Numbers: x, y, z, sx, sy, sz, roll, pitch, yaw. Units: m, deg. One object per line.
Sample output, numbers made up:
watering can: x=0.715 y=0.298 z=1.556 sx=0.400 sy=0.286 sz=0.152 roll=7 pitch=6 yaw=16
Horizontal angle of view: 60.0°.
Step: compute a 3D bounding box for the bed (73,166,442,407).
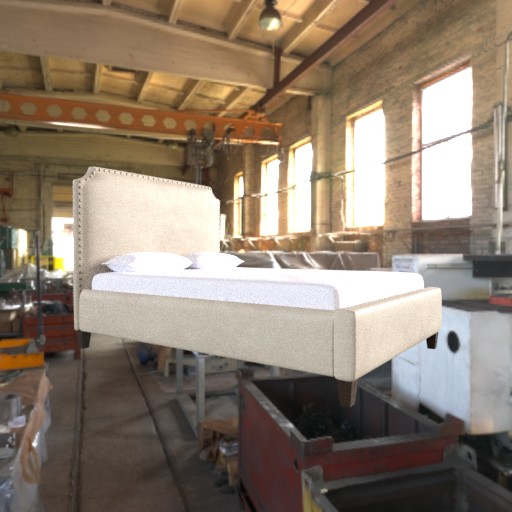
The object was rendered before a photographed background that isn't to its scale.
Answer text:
bed: x=0.000 y=0.000 z=3.471 sx=2.372 sy=1.443 sz=1.712 roll=0 pitch=1 yaw=36
